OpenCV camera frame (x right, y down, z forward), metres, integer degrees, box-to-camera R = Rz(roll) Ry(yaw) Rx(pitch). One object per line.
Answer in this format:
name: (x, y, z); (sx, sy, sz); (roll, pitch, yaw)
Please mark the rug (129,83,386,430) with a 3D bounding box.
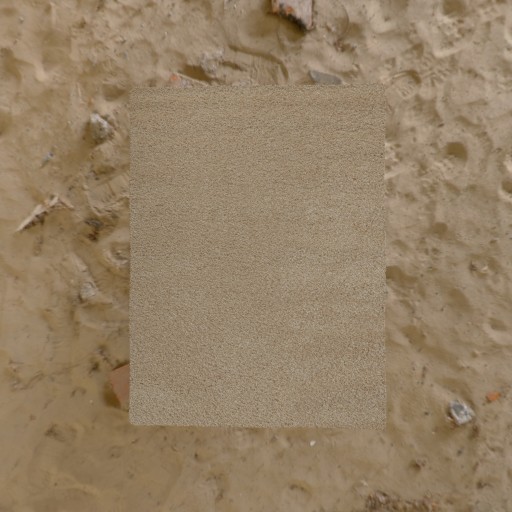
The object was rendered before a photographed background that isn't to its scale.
rug: (0.000, 0.000, 2.078); (1.199, 0.025, 1.600); (0, 90, 2)
